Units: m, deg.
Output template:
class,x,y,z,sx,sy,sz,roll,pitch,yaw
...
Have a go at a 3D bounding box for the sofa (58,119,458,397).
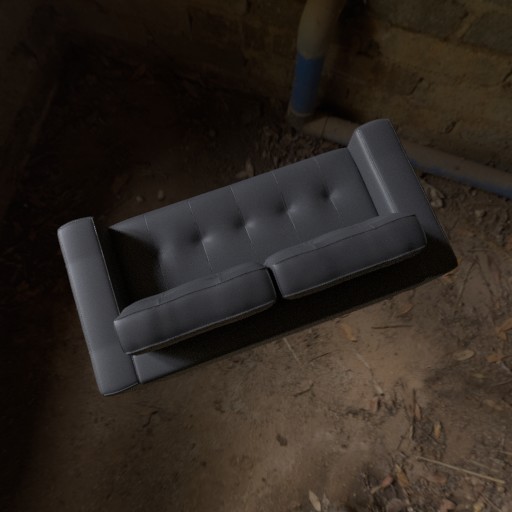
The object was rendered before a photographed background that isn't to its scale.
class,x,y,z,sx,sy,sz,roll,pitch,yaw
sofa,0.000,0.000,2.222,1.726,0.893,0.833,-19,77,-5
